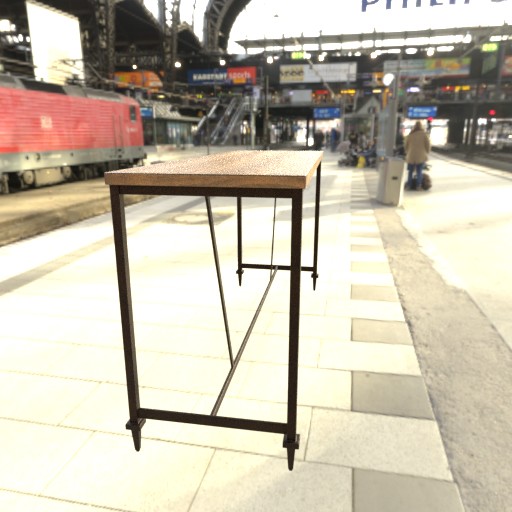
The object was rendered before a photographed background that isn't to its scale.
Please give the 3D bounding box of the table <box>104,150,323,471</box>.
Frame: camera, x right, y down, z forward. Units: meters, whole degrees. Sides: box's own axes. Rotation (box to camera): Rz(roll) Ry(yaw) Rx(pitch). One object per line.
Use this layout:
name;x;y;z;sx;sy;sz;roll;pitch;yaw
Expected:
table;0.000;0.000;2.078;0.551;0.902;1.700;3;16;9
